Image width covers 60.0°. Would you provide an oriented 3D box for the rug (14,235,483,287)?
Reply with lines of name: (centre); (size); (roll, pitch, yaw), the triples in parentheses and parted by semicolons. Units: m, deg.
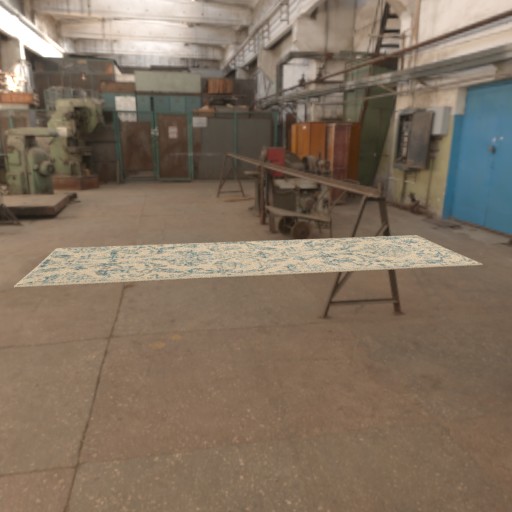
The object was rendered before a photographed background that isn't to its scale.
rug: (0.000, 0.000, 2.369); (2.196, 0.011, 0.662); (-2, 16, -8)
